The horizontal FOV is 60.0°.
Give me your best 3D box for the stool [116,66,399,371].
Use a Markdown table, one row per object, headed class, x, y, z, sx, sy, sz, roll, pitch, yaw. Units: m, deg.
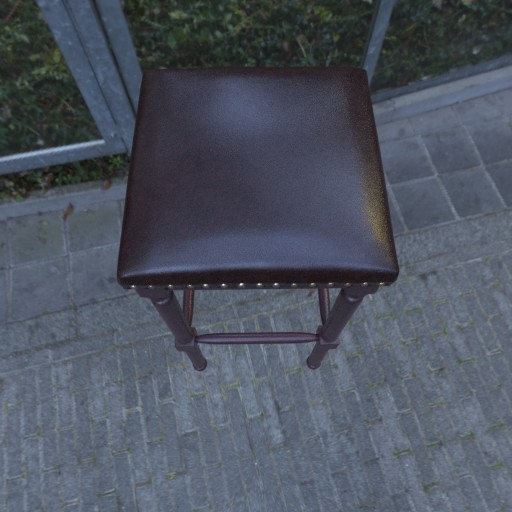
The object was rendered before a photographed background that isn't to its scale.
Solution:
| class | x | y | z | sx | sy | sz | roll | pitch | yaw |
| --- | --- | --- | --- | --- | --- | --- | --- | --- | --- |
| stool | 0.000 | 0.000 | 0.966 | 0.382 | 0.768 | 0.383 | -1 | 65 | 0 |
